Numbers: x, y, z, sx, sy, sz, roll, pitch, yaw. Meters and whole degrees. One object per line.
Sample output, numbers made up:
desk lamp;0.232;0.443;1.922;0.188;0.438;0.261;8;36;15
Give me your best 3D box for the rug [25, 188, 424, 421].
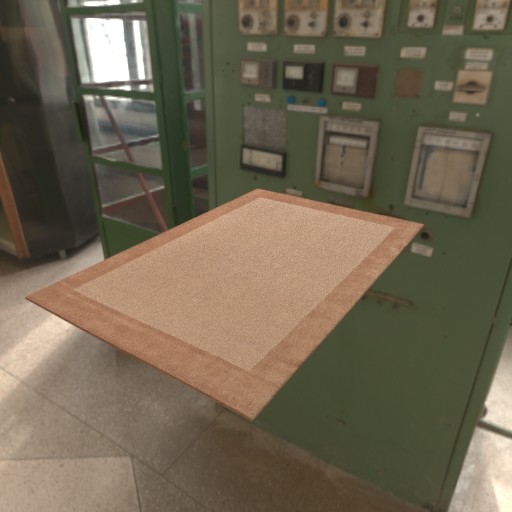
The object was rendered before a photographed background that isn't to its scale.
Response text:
rug;0.000;0.000;2.315;1.219;0.014;1.829;17;32;30
